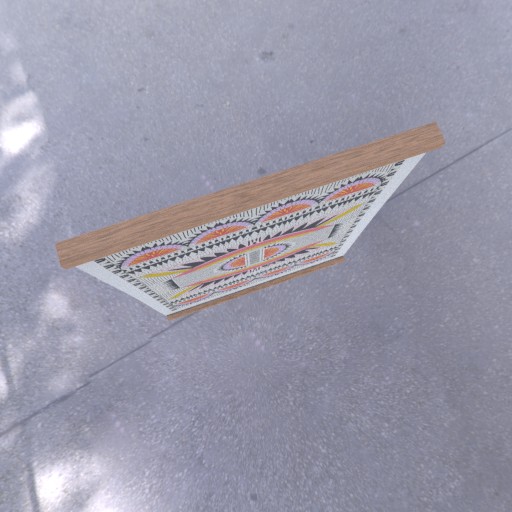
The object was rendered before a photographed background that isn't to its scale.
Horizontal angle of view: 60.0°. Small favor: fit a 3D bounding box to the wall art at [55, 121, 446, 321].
[{"bbox_3d":[0.000,0.000,0.792,0.456,0.609,0.028,-18,77,-4],"label":"wall art"}]
